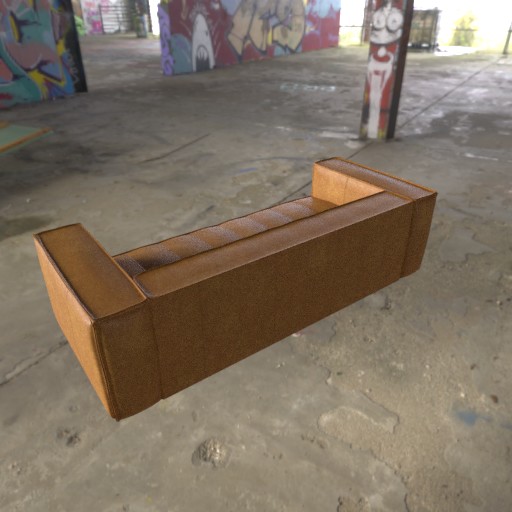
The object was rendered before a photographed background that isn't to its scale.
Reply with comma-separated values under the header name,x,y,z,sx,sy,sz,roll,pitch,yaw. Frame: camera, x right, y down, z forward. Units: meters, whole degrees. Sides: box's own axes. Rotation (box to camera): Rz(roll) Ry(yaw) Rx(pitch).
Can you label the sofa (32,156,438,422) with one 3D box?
name,x,y,z,sx,sy,sz,roll,pitch,yaw
sofa,0.000,0.000,3.083,2.581,0.701,1.102,-20,36,-31
